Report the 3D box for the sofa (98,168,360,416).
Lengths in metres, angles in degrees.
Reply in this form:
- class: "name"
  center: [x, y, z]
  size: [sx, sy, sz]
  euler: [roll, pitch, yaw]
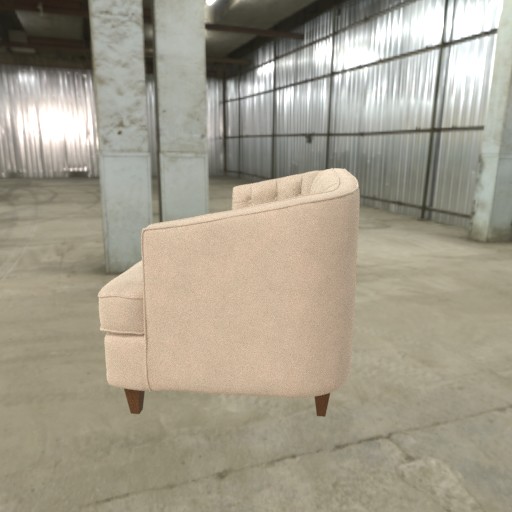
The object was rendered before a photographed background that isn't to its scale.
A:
- class: "sofa"
  center: [0.000, 0.000, 2.320]
  size: [0.940, 0.878, 1.731]
  euler: [2, 14, 8]
